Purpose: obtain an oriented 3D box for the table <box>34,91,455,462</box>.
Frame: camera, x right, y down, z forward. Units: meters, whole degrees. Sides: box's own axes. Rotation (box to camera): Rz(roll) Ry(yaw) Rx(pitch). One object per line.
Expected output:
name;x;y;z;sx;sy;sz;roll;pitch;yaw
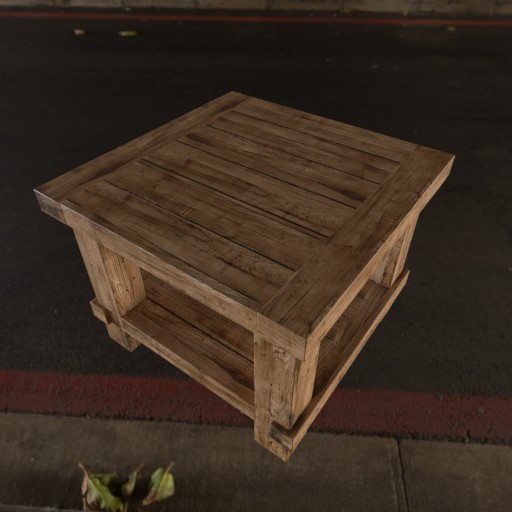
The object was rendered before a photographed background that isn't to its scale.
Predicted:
table;0.000;0.000;1.048;0.610;0.457;0.610;26;47;26
